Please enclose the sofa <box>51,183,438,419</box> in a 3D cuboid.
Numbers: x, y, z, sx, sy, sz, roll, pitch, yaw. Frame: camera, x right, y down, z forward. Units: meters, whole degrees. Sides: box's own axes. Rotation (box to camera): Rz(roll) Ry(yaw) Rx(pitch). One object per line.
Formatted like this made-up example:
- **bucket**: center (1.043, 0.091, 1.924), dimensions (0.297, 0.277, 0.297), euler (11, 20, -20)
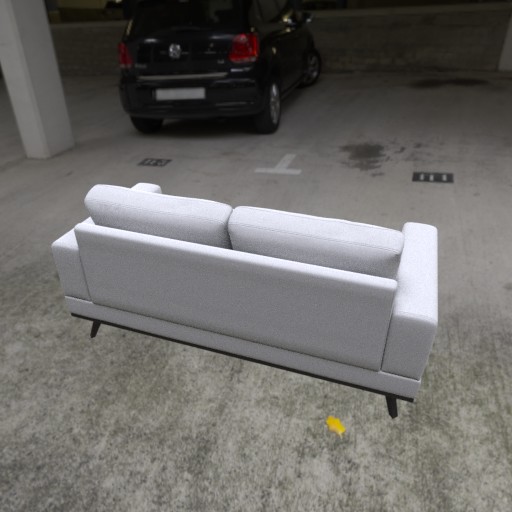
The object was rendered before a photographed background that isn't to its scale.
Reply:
- **sofa**: center (0.000, 0.000, 2.201), dimensions (1.650, 0.810, 0.920), euler (10, 34, 16)
